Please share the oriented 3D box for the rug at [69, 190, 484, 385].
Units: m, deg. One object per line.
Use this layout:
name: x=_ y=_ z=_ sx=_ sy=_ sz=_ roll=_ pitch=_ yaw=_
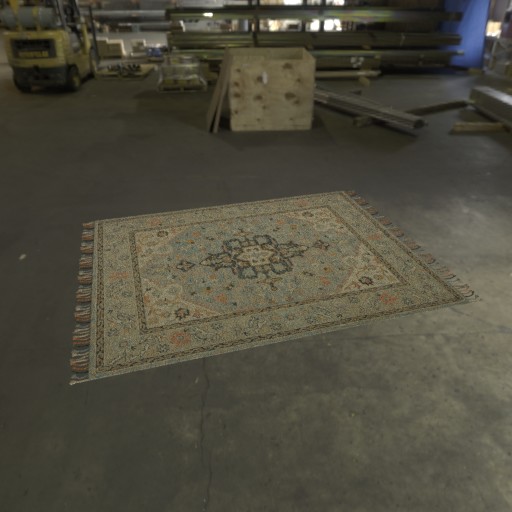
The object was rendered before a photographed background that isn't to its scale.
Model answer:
rug: x=0.000 y=0.000 z=4.202 sx=3.221 sy=0.011 sz=2.379 roll=-9 pitch=33 yaw=-14
